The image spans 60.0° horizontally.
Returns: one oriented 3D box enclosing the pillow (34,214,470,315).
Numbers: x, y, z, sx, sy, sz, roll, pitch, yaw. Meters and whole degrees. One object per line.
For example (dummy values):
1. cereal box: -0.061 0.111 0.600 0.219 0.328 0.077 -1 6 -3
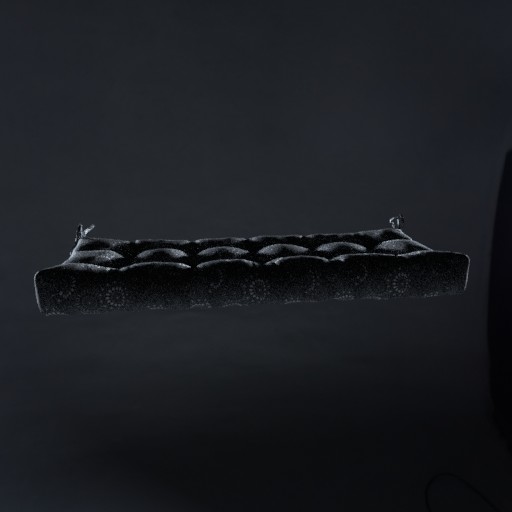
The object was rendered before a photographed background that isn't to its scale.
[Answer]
1. pillow: 0.000 0.000 1.360 1.194 0.174 0.511 -2 15 -8
